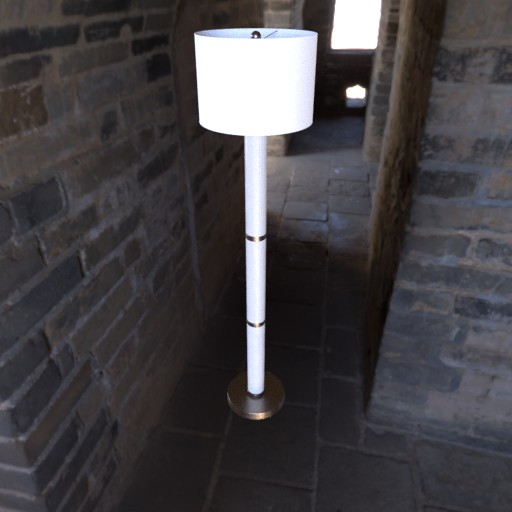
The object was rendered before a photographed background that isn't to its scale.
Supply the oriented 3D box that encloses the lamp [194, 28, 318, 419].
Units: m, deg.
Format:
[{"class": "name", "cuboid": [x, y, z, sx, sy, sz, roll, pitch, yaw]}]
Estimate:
[{"class": "lamp", "cuboid": [0.000, 0.000, 1.761, 0.377, 1.599, 0.377, -21, 37, -31]}]
